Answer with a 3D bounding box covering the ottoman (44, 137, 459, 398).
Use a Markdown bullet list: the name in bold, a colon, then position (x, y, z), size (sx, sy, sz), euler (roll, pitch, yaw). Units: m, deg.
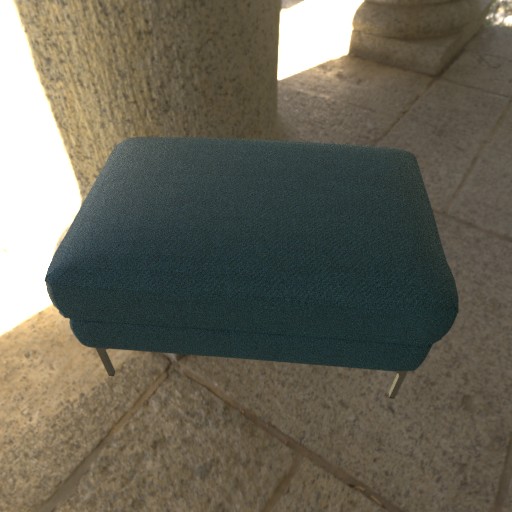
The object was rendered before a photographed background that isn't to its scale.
- **ottoman**: position (0.000, 0.000, 1.184), size (0.856, 0.498, 0.563), euler (4, 46, 3)
